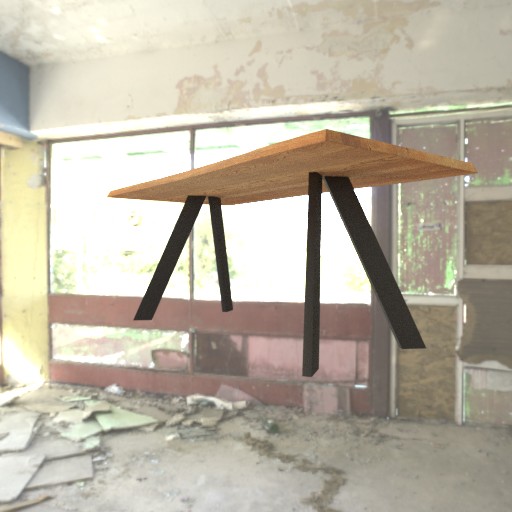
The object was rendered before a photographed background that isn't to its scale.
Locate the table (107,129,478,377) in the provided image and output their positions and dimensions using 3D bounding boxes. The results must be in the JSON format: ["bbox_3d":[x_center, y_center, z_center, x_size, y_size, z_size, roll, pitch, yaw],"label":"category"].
[{"bbox_3d":[0.000,0.000,2.250,0.900,0.770,1.800,-1,1,-38],"label":"table"}]
